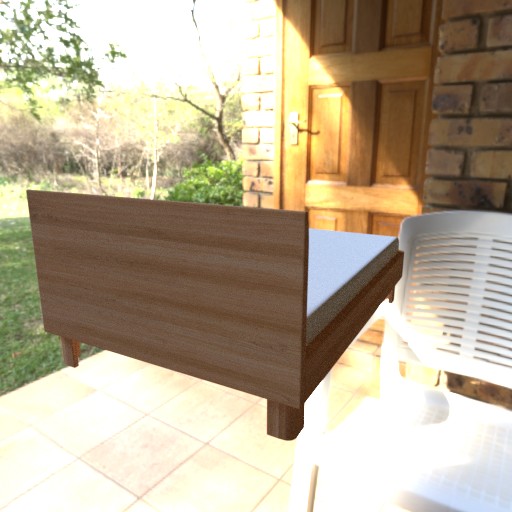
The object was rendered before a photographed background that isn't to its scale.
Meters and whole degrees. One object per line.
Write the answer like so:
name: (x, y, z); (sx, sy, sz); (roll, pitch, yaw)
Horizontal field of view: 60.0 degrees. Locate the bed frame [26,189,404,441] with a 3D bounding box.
bed frame: (0.000, 0.000, 2.784); (1.472, 0.940, 1.992); (8, 16, 28)
